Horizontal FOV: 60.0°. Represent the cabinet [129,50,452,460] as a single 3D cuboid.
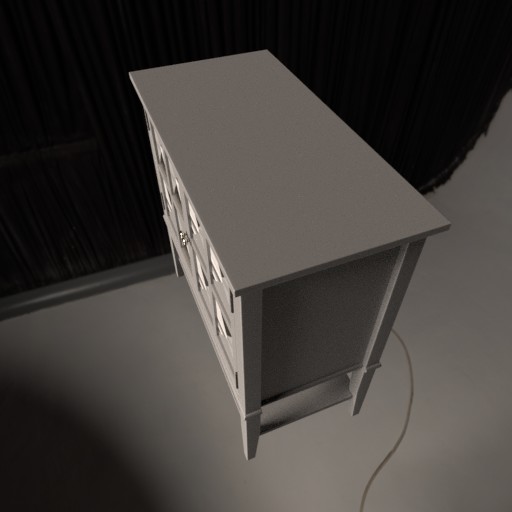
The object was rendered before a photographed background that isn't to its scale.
[{"bbox_3d":[0.000,0.000,1.242,0.396,0.780,0.801,-16,48,-15],"label":"cabinet"}]
